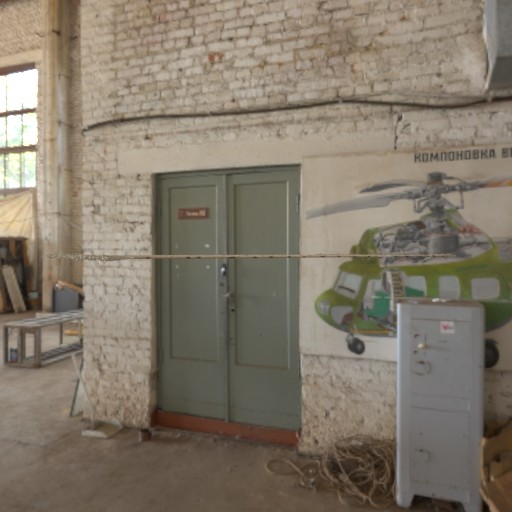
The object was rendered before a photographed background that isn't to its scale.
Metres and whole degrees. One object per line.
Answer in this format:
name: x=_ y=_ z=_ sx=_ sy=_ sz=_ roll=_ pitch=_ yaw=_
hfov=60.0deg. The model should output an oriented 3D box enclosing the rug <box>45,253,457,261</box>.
rug: x=0.000 y=0.000 z=2.517 sx=2.023 sy=0.028 sz=1.224 roll=0 pitch=1 yaw=-34
